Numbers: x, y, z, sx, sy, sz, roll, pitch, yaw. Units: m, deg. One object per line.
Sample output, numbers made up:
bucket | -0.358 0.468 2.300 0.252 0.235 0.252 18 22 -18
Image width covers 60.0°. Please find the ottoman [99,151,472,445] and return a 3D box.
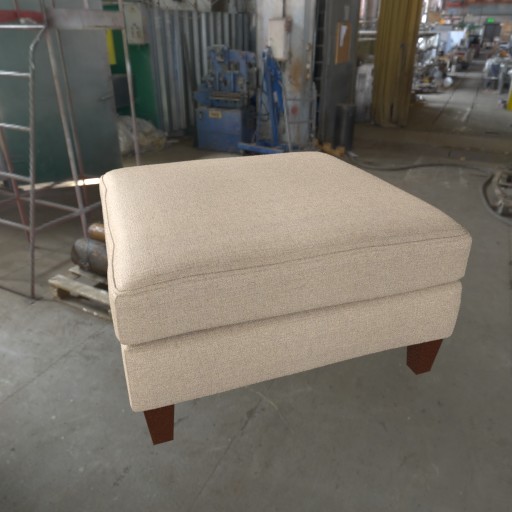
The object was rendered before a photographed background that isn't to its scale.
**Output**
ottoman | 0.000 0.000 1.335 0.838 0.481 0.838 -9 28 -17
